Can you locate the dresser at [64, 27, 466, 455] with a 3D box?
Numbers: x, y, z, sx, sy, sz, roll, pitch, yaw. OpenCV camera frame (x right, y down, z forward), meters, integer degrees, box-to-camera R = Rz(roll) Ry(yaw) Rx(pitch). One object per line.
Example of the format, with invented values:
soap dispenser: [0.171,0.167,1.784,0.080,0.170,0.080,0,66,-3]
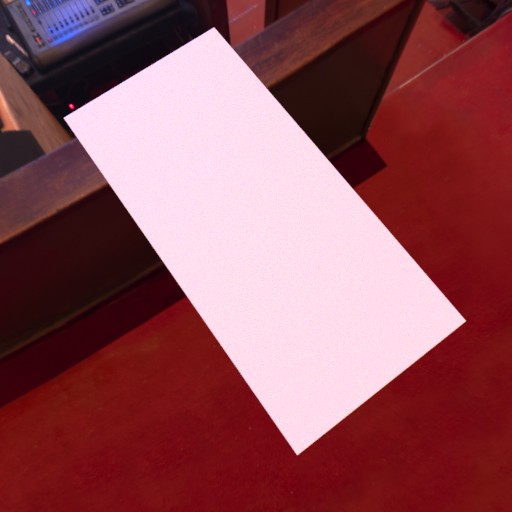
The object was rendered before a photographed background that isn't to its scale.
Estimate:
dresser: [0.000,0.000,1.258,0.420,0.740,0.830,-35,78,-8]
